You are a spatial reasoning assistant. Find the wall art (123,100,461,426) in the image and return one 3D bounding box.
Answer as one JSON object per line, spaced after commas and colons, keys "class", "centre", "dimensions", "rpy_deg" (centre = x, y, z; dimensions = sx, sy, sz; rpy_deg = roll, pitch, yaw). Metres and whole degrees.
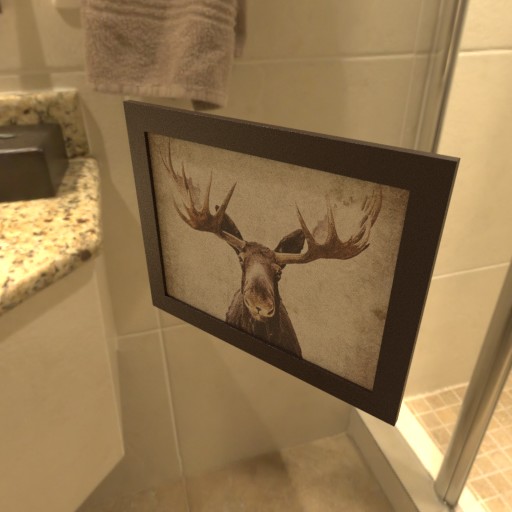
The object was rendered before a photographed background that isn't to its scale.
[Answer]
{"class": "wall art", "centre": [0.000, 0.000, 1.616], "dimensions": [1.207, 0.952, 0.034], "rpy_deg": [20, 36, 30]}
